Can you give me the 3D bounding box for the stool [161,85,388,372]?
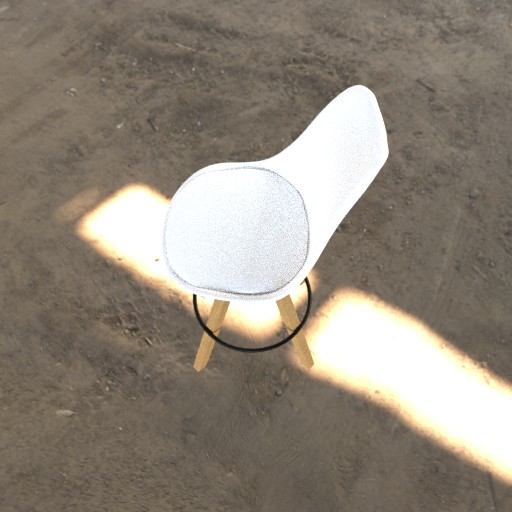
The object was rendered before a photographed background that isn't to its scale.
[{"bbox_3d":[0.000,0.000,1.414,0.549,1.115,0.482,-1,60,-1],"label":"stool"}]
